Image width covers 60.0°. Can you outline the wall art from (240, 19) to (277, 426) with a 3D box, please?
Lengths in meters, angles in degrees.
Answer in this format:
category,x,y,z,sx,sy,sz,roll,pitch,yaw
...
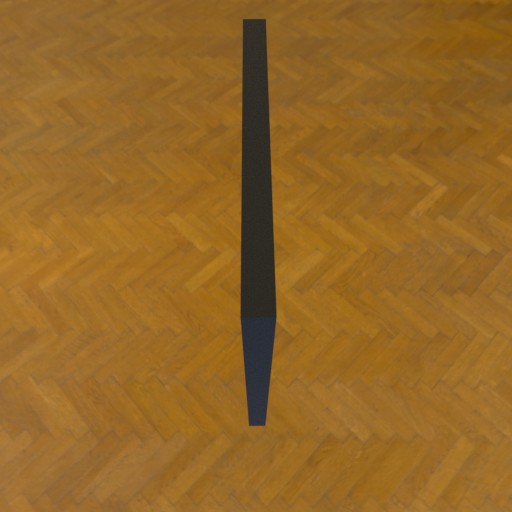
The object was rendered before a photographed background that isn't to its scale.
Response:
category,x,y,z,sx,sy,sz,roll,pitch,yaw
wall art,0.000,0.000,0.758,0.033,0.559,0.457,-1,60,0
